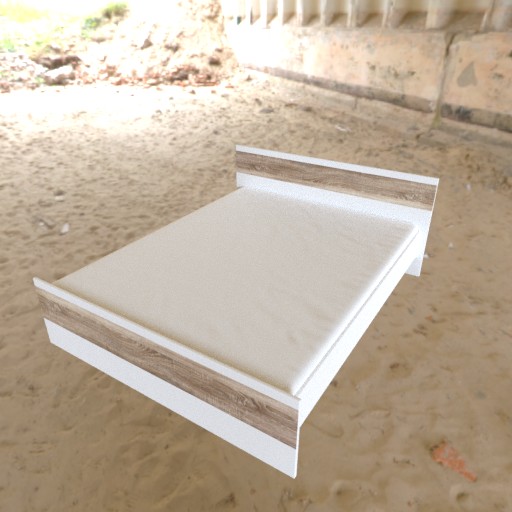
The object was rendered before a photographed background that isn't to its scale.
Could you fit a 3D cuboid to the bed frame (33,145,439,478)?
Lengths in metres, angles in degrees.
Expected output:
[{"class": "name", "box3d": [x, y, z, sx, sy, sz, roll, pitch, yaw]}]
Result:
[{"class": "bed frame", "box3d": [0.000, 0.000, 2.930, 1.720, 0.800, 2.060, 17, 33, 28]}]
